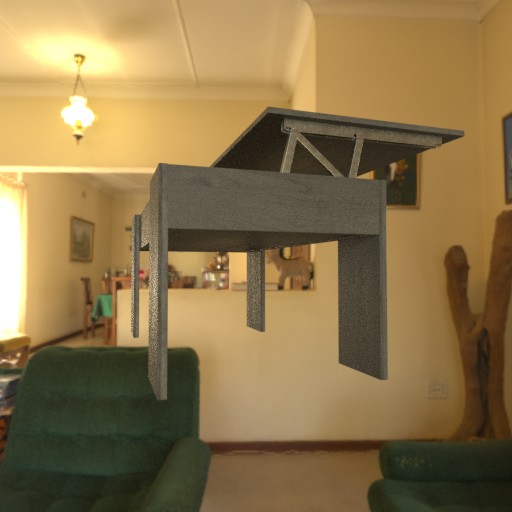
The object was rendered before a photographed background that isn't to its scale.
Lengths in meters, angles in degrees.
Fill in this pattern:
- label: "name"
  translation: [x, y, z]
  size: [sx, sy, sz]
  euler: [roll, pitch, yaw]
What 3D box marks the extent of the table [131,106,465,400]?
- label: "table"
  translation: [0.000, 0.000, 1.402]
  size: [0.711, 0.570, 1.000]
  euler: [1, -2, -18]
